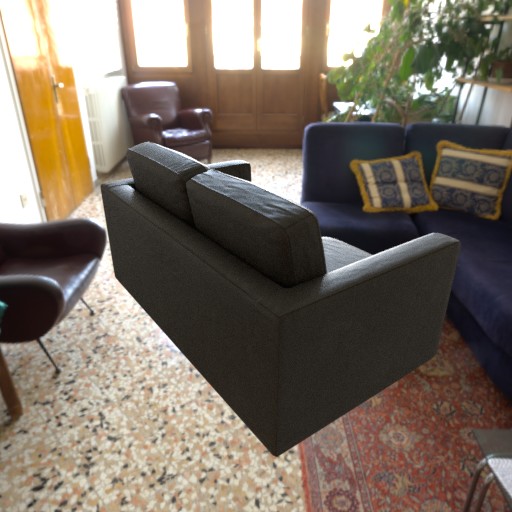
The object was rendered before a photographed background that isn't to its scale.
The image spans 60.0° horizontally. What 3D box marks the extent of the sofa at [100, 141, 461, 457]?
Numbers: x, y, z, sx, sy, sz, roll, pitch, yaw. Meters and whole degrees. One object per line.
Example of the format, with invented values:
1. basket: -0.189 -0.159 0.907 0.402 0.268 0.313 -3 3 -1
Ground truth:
1. sofa: 0.000 0.000 2.001 0.879 0.899 1.430 -18 32 -31
